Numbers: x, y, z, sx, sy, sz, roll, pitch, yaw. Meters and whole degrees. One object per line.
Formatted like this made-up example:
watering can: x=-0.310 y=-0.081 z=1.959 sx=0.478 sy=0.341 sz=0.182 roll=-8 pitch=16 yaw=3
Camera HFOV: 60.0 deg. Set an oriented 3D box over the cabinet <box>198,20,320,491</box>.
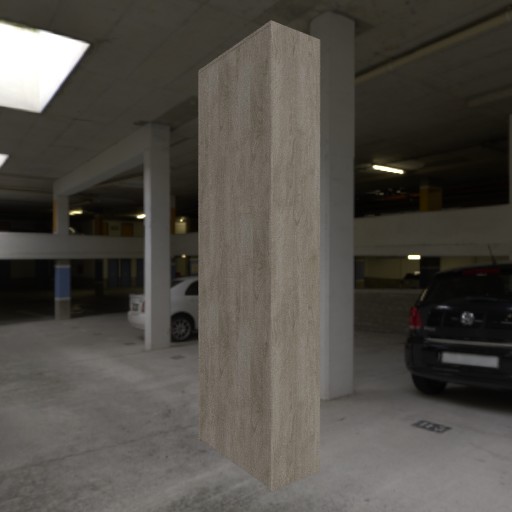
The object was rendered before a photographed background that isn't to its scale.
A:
cabinet: x=0.000 y=0.000 z=1.818 sx=0.250 sy=1.630 sz=0.520 roll=0 pitch=0 yaw=-36
